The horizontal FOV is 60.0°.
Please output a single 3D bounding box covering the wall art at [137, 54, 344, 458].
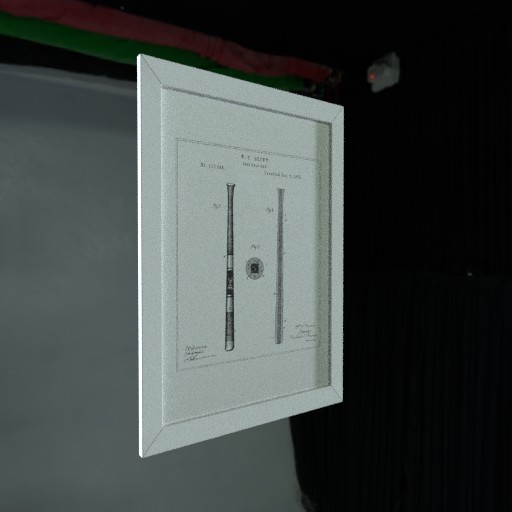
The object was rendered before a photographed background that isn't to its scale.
[{"bbox_3d":[0.000,0.000,0.691,0.374,0.529,0.012,-1,1,-35],"label":"wall art"}]
